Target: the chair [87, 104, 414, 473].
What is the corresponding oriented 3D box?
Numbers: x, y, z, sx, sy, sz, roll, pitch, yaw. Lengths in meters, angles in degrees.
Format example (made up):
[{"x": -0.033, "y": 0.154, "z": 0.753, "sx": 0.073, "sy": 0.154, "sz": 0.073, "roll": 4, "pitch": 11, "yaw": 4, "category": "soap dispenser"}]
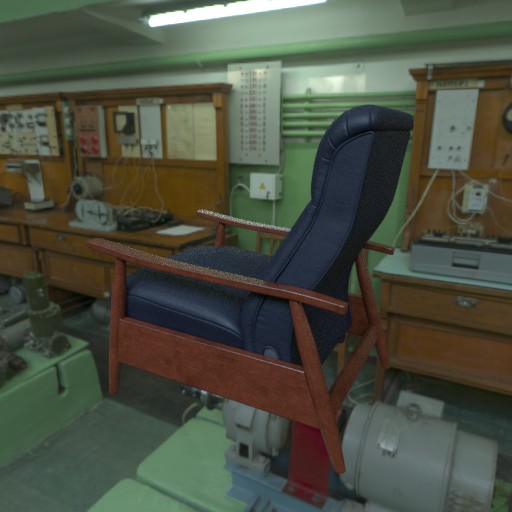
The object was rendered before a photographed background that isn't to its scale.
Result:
[{"x": 0.000, "y": 0.000, "z": 1.739, "sx": 1.014, "sy": 1.082, "sz": 0.762, "roll": 8, "pitch": 17, "yaw": 26, "category": "chair"}]
